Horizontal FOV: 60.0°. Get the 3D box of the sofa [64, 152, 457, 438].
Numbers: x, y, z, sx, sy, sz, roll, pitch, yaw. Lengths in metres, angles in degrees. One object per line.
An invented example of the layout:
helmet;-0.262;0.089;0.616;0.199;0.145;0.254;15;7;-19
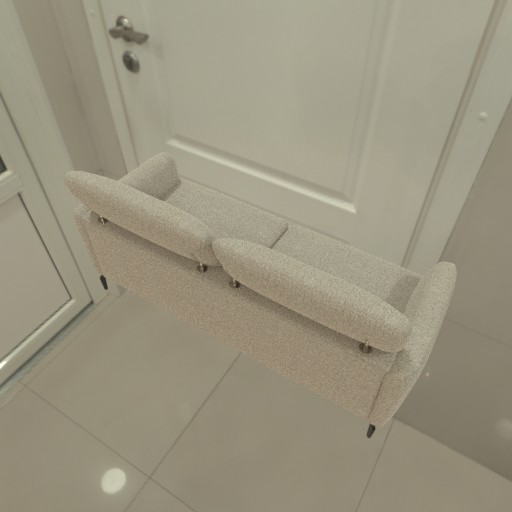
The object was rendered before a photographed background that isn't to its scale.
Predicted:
sofa;0.000;0.000;2.469;2.015;0.956;0.856;24;52;21
